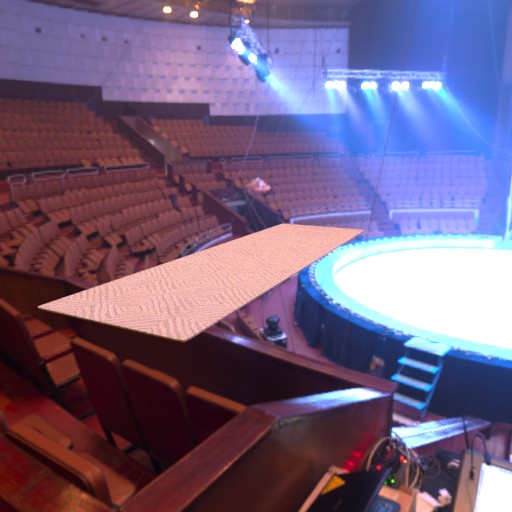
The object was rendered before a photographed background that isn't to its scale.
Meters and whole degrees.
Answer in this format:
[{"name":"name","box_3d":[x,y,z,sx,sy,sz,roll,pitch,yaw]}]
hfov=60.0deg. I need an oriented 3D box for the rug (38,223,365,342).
[{"name":"rug","box_3d":[0.000,0.000,2.492,0.676,0.008,2.277,7,15,26]}]
